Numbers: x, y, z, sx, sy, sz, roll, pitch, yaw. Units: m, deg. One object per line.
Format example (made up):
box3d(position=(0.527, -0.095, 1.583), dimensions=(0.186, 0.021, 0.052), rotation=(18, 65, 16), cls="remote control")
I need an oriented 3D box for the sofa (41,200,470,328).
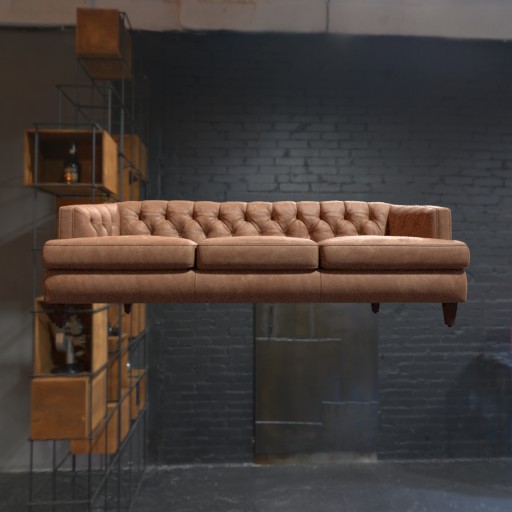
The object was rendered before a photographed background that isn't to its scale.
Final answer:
box3d(position=(0.000, 0.000, 2.755), dimensions=(2.257, 0.791, 0.922), rotation=(0, -2, -1), cls="sofa")
